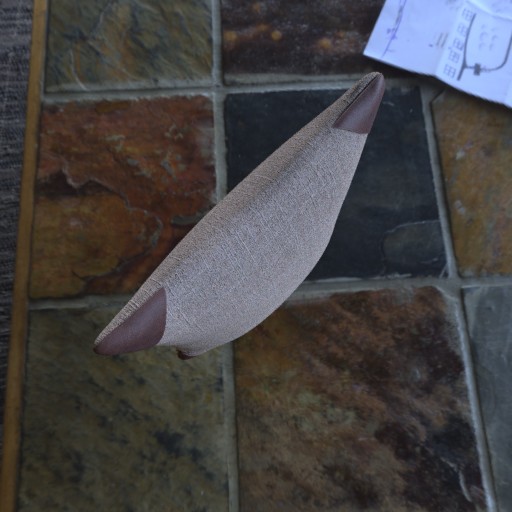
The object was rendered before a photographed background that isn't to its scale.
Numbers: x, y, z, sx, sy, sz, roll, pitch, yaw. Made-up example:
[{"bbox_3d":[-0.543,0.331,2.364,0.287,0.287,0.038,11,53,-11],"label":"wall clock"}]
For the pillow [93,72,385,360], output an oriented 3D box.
[{"bbox_3d":[0.000,0.000,0.675,0.147,0.448,0.437,42,79,10],"label":"pillow"}]
